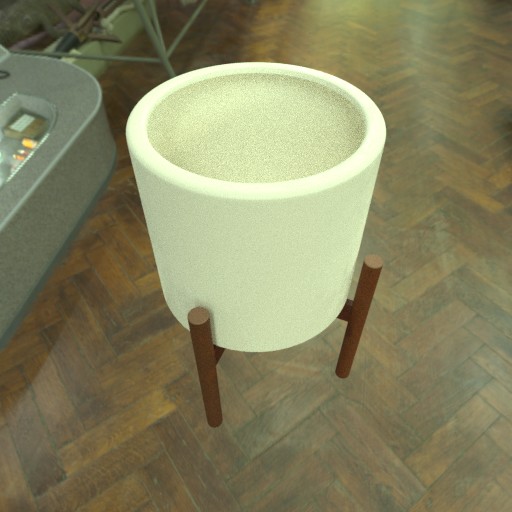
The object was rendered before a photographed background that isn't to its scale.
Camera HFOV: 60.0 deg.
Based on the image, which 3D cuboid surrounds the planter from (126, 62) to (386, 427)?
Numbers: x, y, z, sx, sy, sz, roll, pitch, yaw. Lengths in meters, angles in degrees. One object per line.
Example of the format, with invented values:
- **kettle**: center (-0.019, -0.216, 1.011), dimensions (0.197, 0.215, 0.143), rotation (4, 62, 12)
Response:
- **planter**: center (0.000, 0.000, 0.516), dimensions (0.224, 0.358, 0.224), rotation (-16, 49, -15)
